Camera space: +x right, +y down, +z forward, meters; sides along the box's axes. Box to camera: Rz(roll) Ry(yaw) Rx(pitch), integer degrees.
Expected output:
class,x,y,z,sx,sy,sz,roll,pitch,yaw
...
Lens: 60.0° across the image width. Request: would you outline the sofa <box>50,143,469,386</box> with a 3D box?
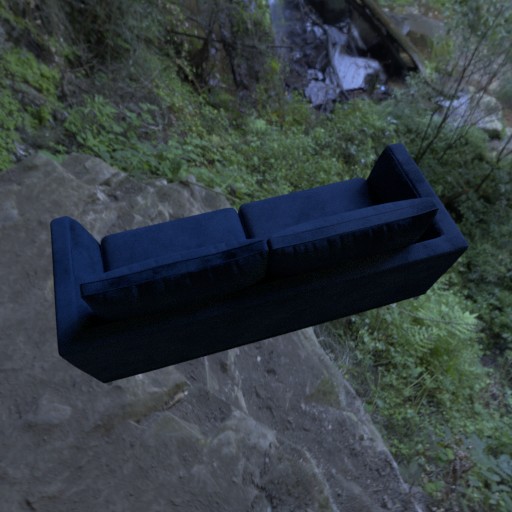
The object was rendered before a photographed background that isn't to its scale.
class,x,y,z,sx,sy,sz,roll,pitch,yaw
sofa,0.000,0.000,2.684,2.212,0.998,0.853,-14,59,-9
